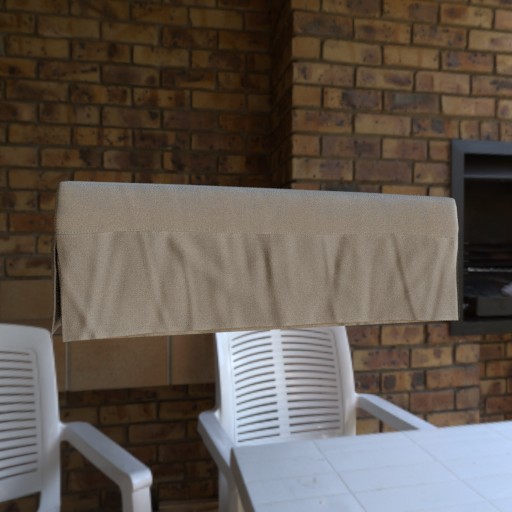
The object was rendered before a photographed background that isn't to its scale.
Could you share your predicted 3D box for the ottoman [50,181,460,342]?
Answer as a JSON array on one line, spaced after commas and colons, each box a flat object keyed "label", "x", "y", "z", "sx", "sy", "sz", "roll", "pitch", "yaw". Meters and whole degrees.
[{"label": "ottoman", "x": 0.000, "y": 0.000, "z": 1.703, "sx": 1.388, "sy": 0.457, "sz": 0.665, "roll": 0, "pitch": 1, "yaw": -17}]
